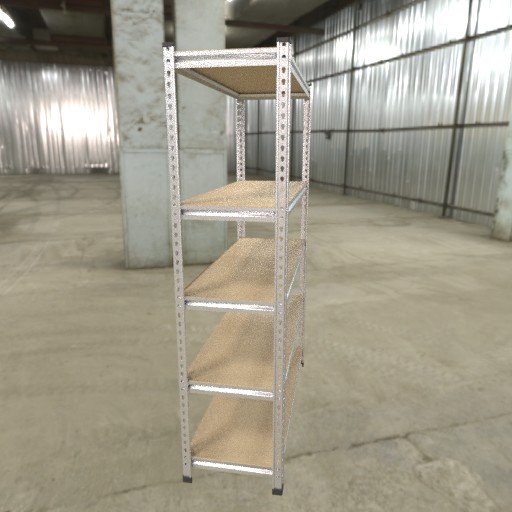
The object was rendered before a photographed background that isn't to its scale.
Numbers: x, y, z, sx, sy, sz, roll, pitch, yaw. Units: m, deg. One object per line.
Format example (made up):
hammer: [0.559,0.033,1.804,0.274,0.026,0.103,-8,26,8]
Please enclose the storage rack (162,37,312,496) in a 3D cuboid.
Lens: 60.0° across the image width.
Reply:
storage rack: [0.000,0.000,2.323,0.457,1.829,1.219,3,14,10]
